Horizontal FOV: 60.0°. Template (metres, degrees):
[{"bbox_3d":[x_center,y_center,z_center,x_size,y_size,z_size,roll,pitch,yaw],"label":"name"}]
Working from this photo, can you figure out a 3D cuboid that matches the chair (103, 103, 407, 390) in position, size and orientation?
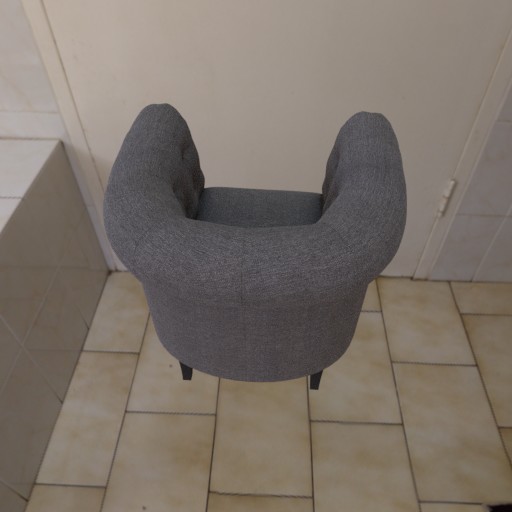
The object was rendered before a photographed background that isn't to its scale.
[{"bbox_3d":[0.000,0.000,1.570,0.905,0.827,0.852,3,47,3],"label":"chair"}]
